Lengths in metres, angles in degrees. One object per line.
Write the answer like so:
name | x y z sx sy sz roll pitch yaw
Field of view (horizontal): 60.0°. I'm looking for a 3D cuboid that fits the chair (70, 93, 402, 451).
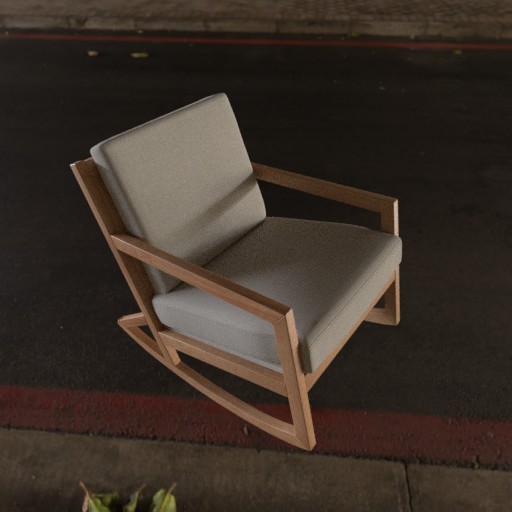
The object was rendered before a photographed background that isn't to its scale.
chair | 0.000 0.000 1.453 0.857 0.790 0.622 26 46 28
